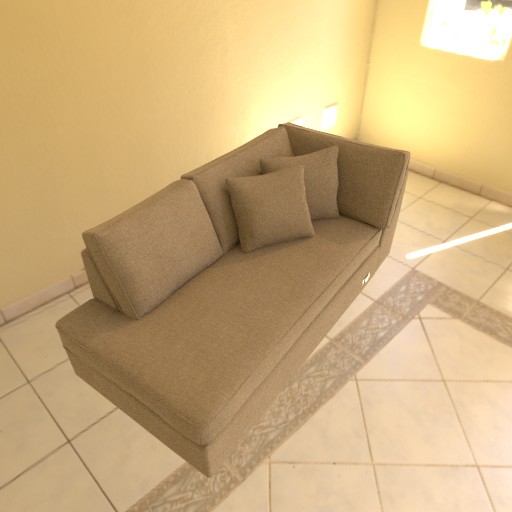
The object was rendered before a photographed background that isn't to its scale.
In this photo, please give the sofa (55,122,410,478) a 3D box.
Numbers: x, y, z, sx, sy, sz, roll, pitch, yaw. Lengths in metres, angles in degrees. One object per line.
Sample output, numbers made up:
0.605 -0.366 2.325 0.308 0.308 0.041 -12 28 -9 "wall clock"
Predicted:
0.000 0.000 2.805 1.110 1.019 2.238 24 44 28 "sofa"
